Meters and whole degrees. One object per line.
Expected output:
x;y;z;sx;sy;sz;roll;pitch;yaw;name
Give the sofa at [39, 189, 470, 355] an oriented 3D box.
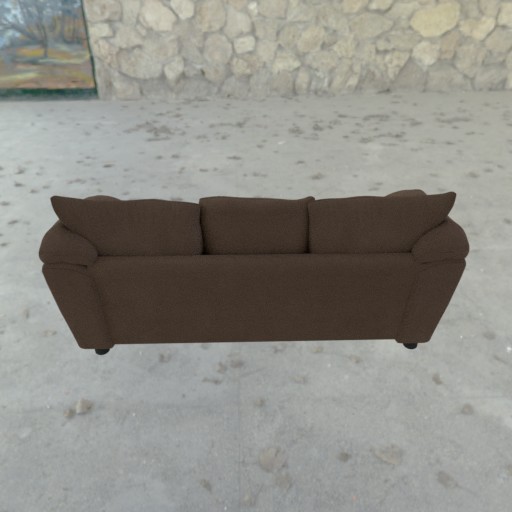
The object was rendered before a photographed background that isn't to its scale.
0.000;0.000;2.773;2.336;1.015;0.878;-1;30;-1;sofa
